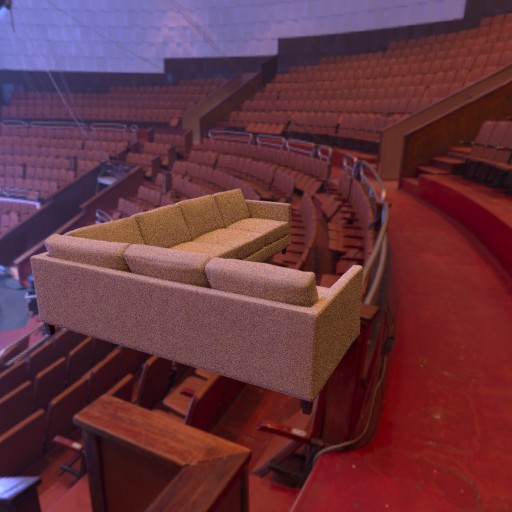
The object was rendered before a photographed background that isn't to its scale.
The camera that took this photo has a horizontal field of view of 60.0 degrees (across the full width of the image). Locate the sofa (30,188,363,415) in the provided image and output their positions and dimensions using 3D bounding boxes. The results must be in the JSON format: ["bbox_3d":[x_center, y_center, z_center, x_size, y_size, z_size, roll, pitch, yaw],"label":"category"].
[{"bbox_3d":[0.000,0.000,4.391,2.432,0.863,3.182,9,19,26],"label":"sofa"}]
